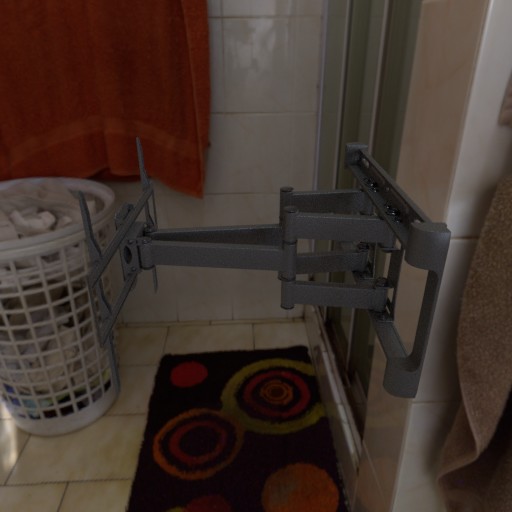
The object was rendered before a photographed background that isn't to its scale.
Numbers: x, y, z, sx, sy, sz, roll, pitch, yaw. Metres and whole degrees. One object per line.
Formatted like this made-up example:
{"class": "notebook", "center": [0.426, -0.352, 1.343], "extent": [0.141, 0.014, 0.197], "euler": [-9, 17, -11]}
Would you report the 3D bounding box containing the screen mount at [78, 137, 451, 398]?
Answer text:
{"class": "screen mount", "center": [0.000, 0.000, 0.954], "extent": [0.556, 0.424, 0.571], "euler": [0, 27, 0]}
